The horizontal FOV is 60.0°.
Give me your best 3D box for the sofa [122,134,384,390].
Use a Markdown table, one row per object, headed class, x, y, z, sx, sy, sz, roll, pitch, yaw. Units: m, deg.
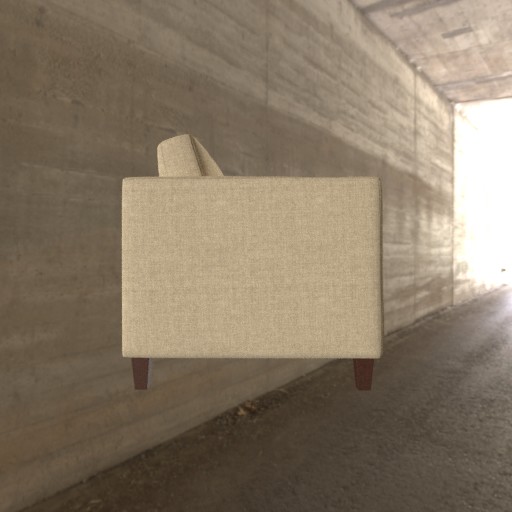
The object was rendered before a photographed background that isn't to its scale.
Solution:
| class | x | y | z | sx | sy | sz | roll | pitch | yaw |
| --- | --- | --- | --- | --- | --- | --- | --- | --- | --- |
| sofa | 0.000 | 0.000 | 2.461 | 0.950 | 0.963 | 1.884 | 0 | 0 | 1 |
